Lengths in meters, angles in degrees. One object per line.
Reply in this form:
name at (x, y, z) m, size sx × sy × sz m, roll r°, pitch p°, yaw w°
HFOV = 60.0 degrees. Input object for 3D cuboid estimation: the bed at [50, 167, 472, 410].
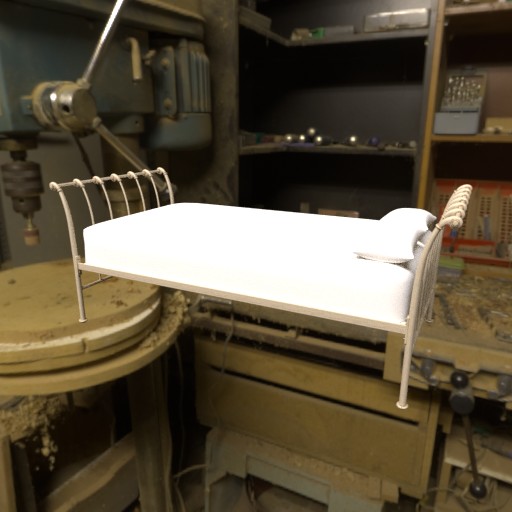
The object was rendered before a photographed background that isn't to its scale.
bed at (0.000, 0.000, 2.672) m, size 2.228 × 0.873 × 1.032 m, roll 8°, pitch 19°, yaw 26°
